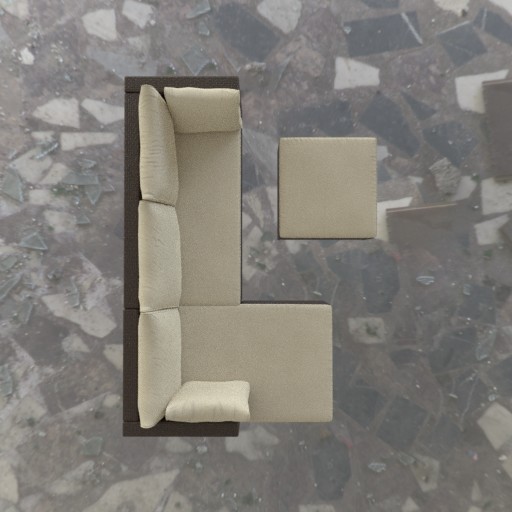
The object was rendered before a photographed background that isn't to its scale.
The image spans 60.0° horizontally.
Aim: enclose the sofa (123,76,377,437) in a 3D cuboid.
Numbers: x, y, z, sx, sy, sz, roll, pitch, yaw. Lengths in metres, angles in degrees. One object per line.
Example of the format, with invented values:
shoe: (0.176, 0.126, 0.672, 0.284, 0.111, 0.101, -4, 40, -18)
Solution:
sofa: (0.000, 0.000, 2.926, 1.612, 0.766, 2.192, 0, 89, 0)
